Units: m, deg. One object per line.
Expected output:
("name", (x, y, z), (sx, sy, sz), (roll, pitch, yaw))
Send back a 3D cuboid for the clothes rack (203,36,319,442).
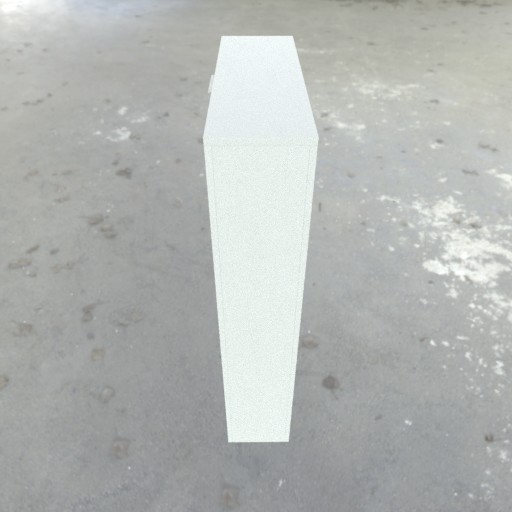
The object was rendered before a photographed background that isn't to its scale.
("clothes rack", (0.000, 0.000, 1.603), (0.250, 1.280, 0.750), (0, 41, 0))
